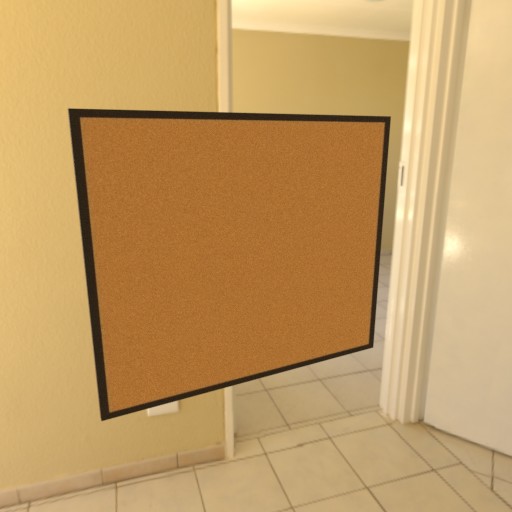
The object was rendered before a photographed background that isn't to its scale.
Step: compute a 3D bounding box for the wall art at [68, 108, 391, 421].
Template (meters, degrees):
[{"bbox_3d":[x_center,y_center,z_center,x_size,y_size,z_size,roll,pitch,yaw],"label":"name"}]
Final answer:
[{"bbox_3d":[0.000,0.000,1.426,1.033,0.875,0.023,-8,17,-26],"label":"wall art"}]
